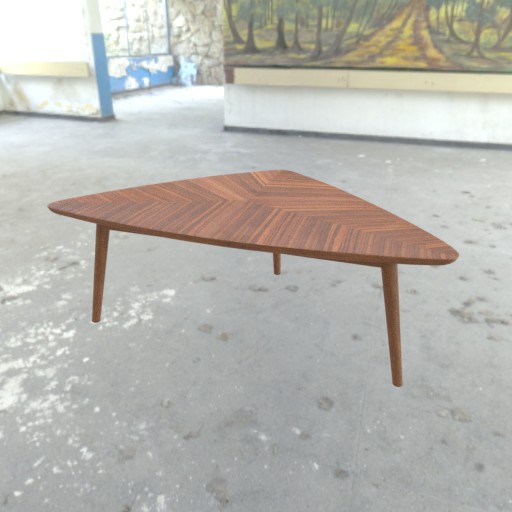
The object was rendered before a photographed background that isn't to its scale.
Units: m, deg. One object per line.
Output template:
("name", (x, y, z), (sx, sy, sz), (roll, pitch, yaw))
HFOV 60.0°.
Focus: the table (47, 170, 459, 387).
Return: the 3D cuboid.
("table", (0.000, 0.000, 1.302), (1.008, 0.365, 0.601), (8, 27, 16))
